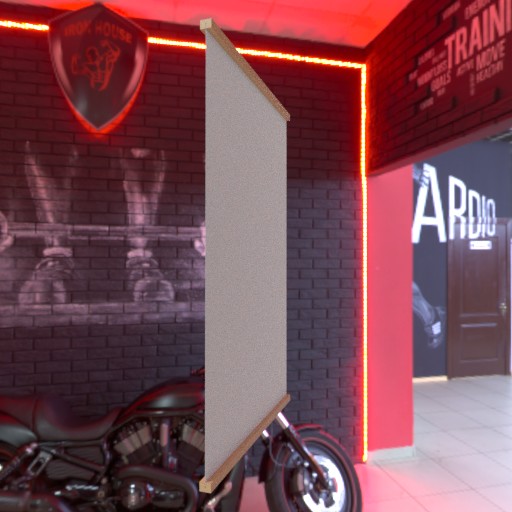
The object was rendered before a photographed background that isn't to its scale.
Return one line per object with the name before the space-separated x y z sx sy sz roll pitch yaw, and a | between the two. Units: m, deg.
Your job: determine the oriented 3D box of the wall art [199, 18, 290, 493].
wall art | 0.000 0.000 1.884 0.040 1.510 0.991 0 -1 19
